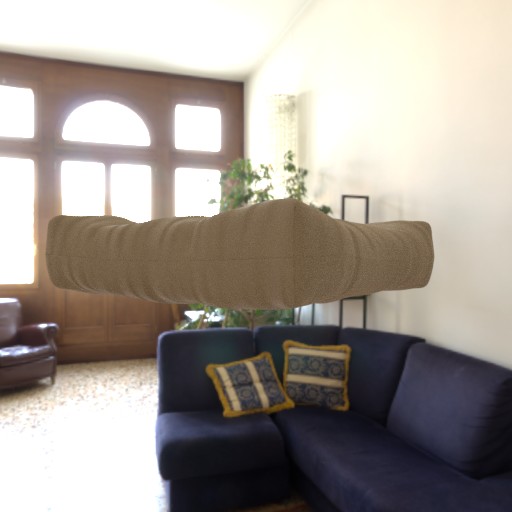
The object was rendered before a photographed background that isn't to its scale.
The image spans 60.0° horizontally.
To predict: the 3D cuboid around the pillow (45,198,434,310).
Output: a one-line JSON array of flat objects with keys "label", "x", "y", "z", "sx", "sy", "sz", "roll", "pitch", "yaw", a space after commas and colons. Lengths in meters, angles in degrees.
[{"label": "pillow", "x": 0.000, "y": 0.000, "z": 0.736, "sx": 0.468, "sy": 0.128, "sz": 0.490, "roll": 0, "pitch": 0, "yaw": 36}]
